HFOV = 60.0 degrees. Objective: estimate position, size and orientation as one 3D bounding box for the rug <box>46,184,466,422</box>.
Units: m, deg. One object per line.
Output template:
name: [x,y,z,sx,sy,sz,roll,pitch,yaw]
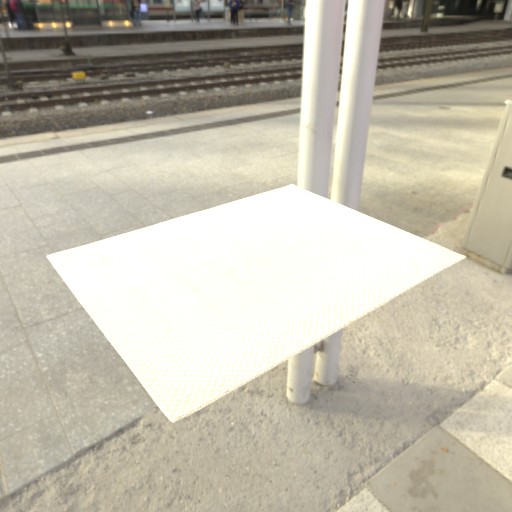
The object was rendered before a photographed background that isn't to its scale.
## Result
rug: [0.000,0.000,3.874,2.897,0.035,2.277,-21,36,-32]
